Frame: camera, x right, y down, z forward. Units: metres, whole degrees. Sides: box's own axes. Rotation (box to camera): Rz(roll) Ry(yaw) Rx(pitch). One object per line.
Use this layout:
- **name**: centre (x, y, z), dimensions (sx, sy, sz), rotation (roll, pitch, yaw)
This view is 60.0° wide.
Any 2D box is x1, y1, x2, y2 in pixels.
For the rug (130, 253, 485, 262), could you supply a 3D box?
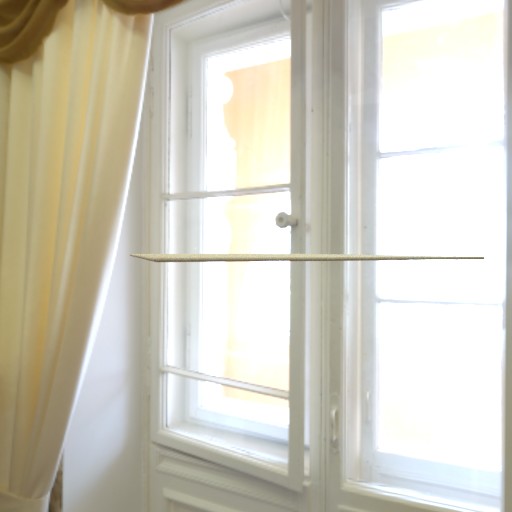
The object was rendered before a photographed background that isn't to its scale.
- **rug**: centre (0.000, 0.000, 2.370), dimensions (1.238, 0.014, 1.848), rotation (0, 1, -18)
